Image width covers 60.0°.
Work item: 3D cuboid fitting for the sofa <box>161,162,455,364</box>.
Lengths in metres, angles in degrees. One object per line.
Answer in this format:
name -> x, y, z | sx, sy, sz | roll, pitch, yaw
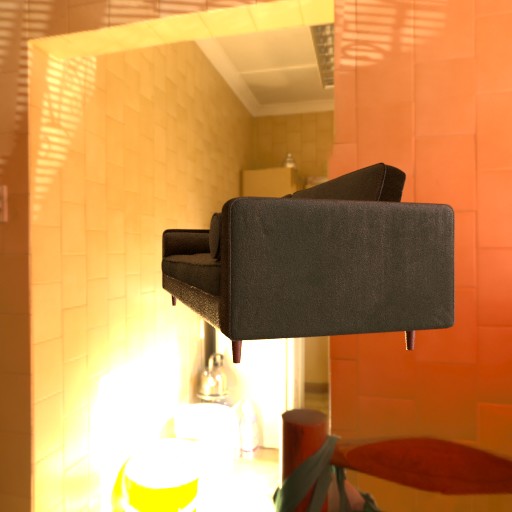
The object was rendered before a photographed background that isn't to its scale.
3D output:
sofa -> 0.000, 0.000, 2.596 | 0.918, 0.769, 2.199 | 0, 0, -17
